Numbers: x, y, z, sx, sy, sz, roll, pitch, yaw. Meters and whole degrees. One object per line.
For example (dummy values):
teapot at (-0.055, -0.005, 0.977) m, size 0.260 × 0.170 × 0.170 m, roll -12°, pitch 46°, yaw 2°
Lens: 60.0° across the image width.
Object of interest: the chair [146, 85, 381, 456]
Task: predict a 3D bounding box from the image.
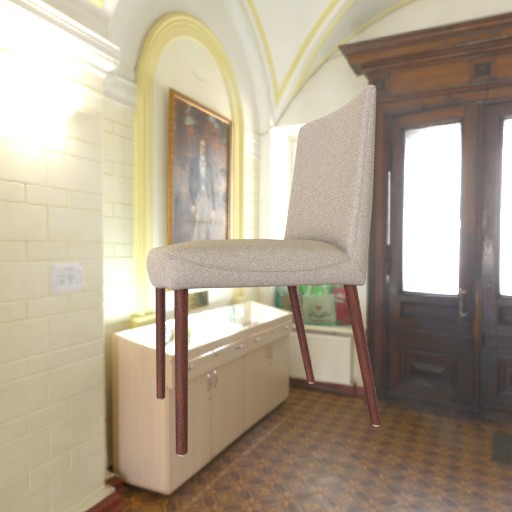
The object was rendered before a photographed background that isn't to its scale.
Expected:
chair at (0.000, 0.000, 1.213) m, size 0.570 × 0.859 × 0.456 m, roll 0°, pitch 1°, yaw -19°
